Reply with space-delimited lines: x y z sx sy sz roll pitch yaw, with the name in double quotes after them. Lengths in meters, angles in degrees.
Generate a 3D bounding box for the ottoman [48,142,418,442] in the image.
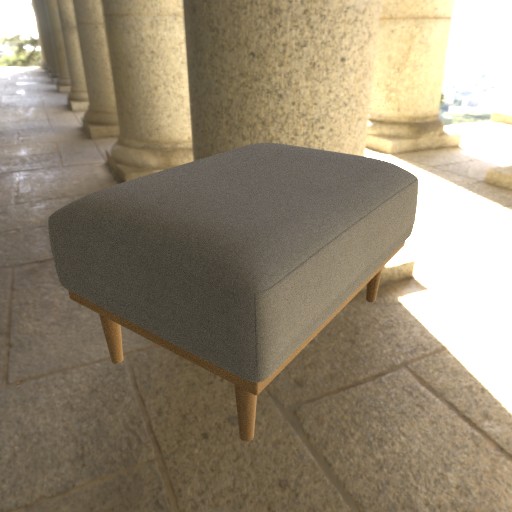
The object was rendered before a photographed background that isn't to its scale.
0.000 0.000 1.083 0.549 0.428 0.749 18 31 31 "ottoman"
